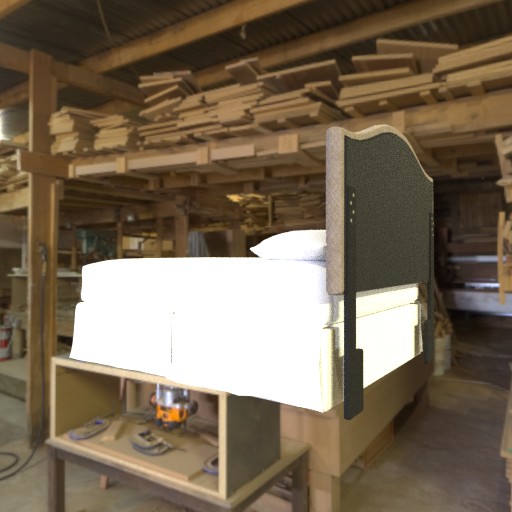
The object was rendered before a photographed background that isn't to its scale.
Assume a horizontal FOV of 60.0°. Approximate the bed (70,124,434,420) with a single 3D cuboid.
[{"bbox_3d":[0.000,0.000,3.277,2.153,1.518,1.713,0,0,36],"label":"bed"}]
